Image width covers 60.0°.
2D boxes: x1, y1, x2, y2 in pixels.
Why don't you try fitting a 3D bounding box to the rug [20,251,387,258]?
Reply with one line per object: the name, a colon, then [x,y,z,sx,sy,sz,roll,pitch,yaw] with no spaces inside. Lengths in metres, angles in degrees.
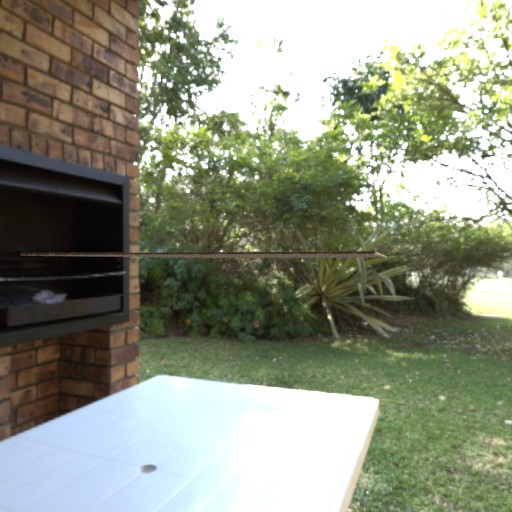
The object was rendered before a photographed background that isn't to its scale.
rug: [0.000,0.000,2.746,1.524,0.010,2.134,0,-1,17]
